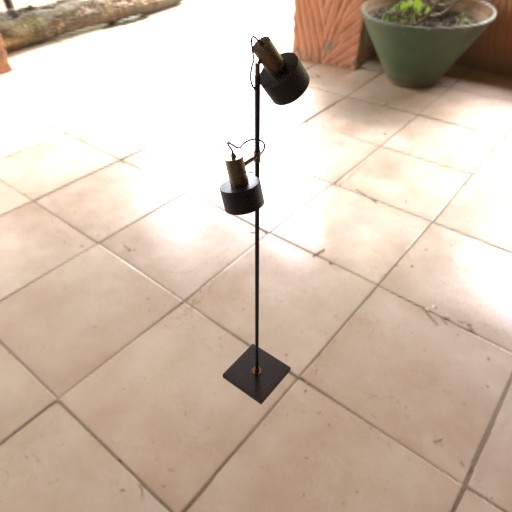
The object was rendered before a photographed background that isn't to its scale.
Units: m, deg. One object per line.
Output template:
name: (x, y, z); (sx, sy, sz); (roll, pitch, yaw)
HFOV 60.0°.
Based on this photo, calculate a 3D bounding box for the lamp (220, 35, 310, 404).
lamp: (0.000, 0.000, 1.628); (0.233, 1.505, 0.315); (27, 48, 28)
